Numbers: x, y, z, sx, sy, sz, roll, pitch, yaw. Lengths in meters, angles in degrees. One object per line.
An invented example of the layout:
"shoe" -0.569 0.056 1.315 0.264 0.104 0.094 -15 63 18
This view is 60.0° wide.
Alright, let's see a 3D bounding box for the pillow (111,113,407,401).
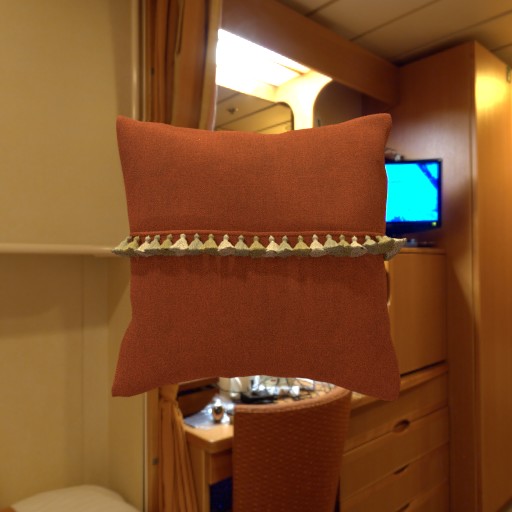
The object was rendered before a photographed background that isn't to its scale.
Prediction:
"pillow" 0.000 0.000 0.733 0.490 0.482 0.165 0 -1 2
